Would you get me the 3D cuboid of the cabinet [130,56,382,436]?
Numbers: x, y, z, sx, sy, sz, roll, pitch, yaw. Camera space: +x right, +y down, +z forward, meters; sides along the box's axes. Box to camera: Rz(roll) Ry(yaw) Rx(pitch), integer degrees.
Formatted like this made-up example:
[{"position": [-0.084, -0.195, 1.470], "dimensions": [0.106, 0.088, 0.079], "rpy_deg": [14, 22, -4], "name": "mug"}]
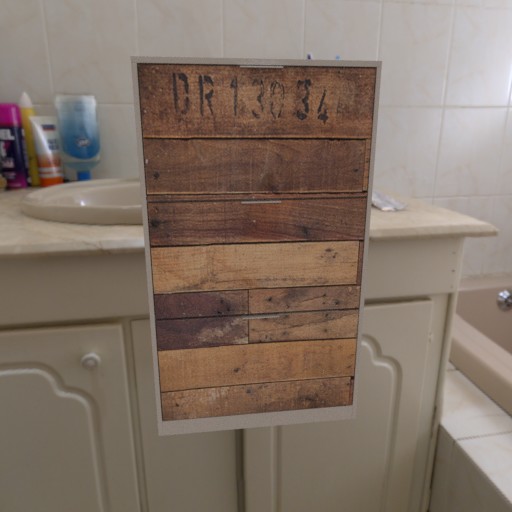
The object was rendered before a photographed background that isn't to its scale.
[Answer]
[{"position": [0.000, 0.000, 1.594], "dimensions": [0.750, 1.280, 0.250], "rpy_deg": [-2, 17, -7], "name": "cabinet"}]
